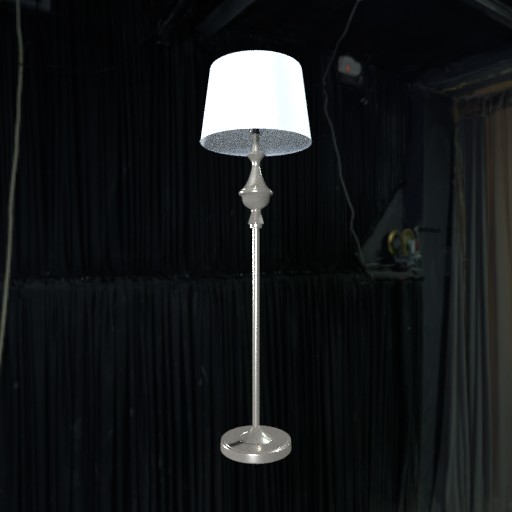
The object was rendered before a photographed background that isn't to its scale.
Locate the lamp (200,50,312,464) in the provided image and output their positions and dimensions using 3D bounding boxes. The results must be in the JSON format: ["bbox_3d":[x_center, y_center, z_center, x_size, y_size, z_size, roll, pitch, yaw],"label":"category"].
[{"bbox_3d":[0.000,0.000,1.723,0.431,1.488,0.431,0,0,0],"label":"lamp"}]
